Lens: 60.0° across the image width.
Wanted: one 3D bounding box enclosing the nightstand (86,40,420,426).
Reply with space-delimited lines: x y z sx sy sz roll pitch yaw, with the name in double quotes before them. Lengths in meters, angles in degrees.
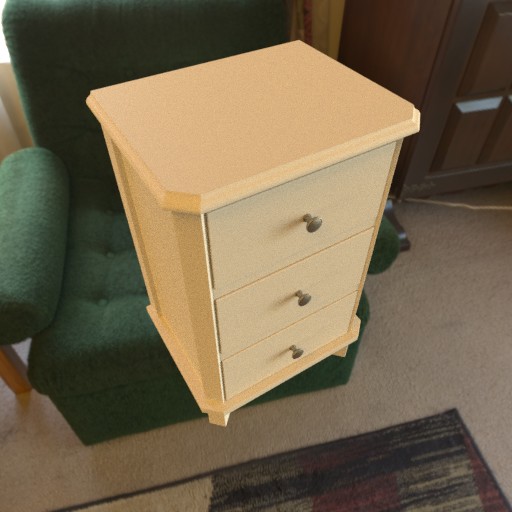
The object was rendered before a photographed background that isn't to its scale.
"nightstand" 0.000 0.000 0.931 0.435 0.681 0.351 -24 51 -21
